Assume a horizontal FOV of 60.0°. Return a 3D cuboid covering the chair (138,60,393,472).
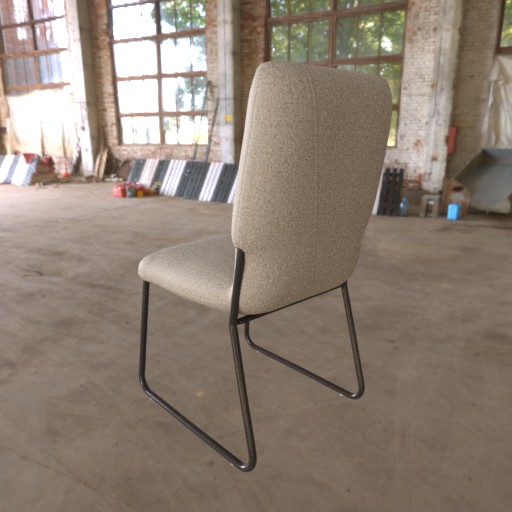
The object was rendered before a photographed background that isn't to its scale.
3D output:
[{"bbox_3d":[0.000,0.000,1.158,0.448,0.864,0.560,-14,21,-41],"label":"chair"}]
